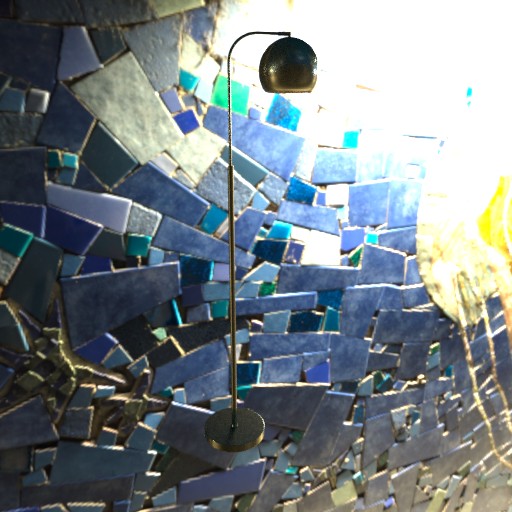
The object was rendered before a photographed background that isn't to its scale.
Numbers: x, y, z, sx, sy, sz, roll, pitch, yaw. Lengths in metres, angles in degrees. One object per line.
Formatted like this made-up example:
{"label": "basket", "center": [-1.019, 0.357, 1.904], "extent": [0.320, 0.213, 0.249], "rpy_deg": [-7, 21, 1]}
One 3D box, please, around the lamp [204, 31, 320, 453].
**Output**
{"label": "lamp", "center": [0.000, 0.000, 1.653], "extent": [0.431, 1.526, 0.250], "rpy_deg": [-3, 16, -9]}
